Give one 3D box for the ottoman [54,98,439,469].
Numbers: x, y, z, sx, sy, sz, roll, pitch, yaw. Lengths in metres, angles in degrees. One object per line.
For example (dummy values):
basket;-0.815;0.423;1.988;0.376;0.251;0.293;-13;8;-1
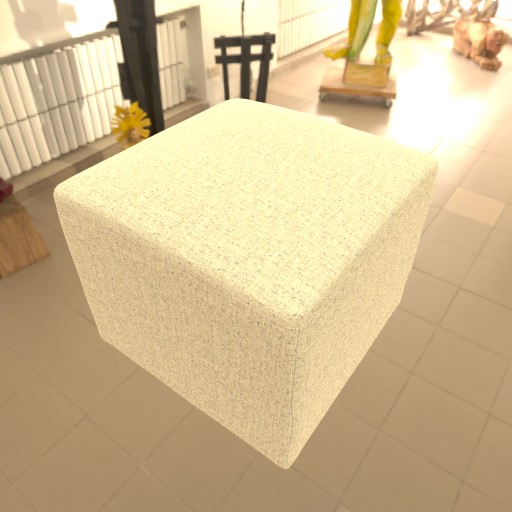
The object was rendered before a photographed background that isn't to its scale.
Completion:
ottoman;0.000;0.000;0.912;0.512;0.453;0.521;26;47;27
